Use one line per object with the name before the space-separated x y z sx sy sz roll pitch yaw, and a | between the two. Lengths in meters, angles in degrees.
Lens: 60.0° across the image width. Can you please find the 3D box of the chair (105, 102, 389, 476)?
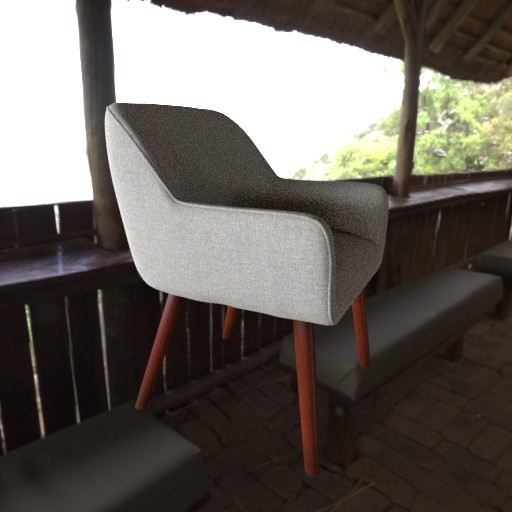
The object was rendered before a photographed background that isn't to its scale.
chair | 0.000 0.000 1.237 0.610 0.813 0.610 8 18 25
